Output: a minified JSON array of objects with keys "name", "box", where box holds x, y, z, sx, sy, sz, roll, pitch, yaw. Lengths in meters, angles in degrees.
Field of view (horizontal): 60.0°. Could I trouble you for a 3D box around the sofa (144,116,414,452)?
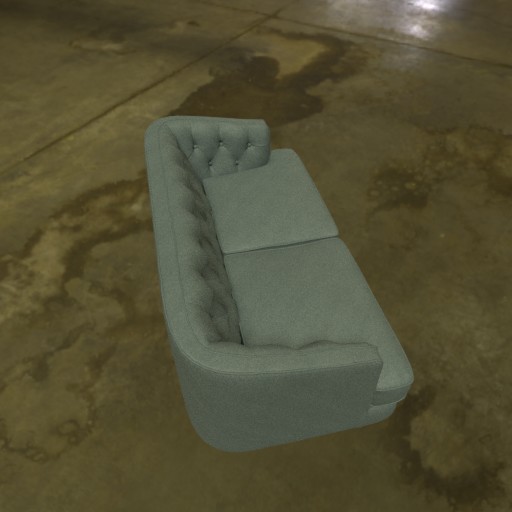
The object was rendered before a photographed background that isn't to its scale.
[{"name":"sofa","box":[0.000,0.000,2.276,0.941,0.855,1.733,-10,47,-9]}]
